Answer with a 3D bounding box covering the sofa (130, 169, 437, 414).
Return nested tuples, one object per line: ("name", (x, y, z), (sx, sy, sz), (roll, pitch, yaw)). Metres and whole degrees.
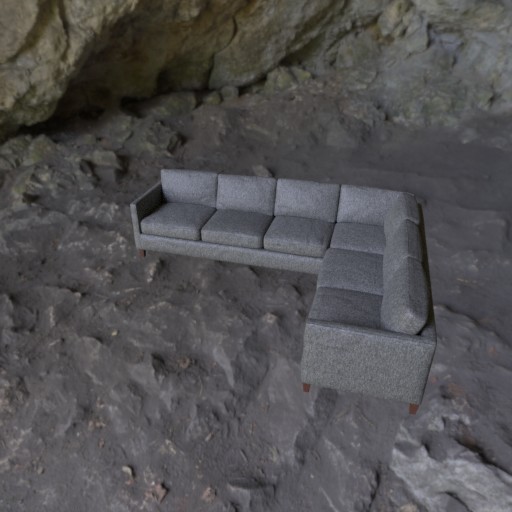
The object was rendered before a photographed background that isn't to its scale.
("sofa", (0.000, 0.000, 4.577), (3.302, 0.947, 2.593), (8, 31, 13))
